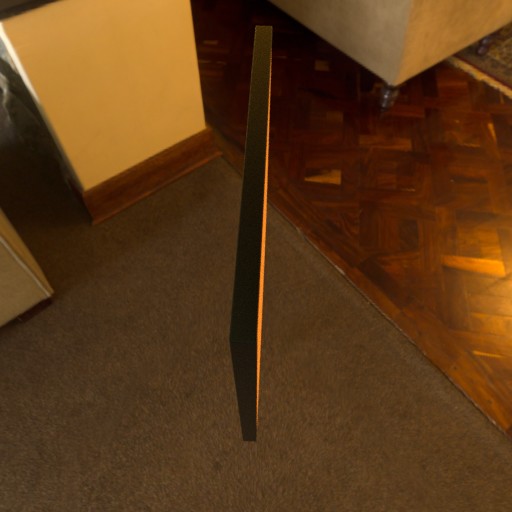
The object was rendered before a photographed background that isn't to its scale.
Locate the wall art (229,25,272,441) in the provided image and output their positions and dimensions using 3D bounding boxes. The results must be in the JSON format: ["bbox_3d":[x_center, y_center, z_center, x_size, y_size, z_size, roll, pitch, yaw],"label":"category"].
[{"bbox_3d":[0.000,0.000,1.125,0.038,0.761,0.755,2,58,1],"label":"wall art"}]
